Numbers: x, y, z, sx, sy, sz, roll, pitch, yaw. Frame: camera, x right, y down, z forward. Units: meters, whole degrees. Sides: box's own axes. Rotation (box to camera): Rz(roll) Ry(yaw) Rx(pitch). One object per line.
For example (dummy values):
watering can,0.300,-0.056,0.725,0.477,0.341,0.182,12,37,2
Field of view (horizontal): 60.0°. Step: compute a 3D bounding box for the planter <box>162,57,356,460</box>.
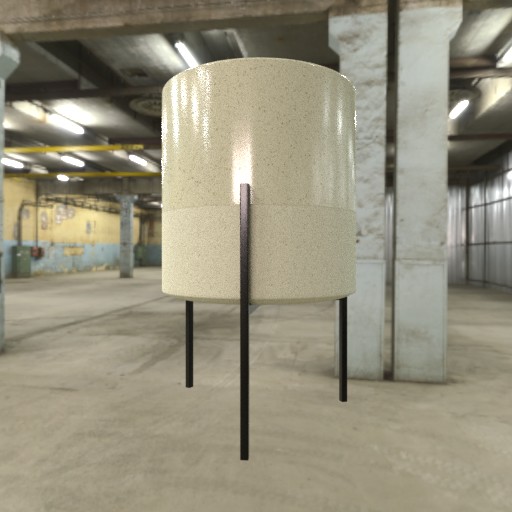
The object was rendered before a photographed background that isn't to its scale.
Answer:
planter,0.000,0.000,0.551,0.243,0.390,0.234,0,0,37
